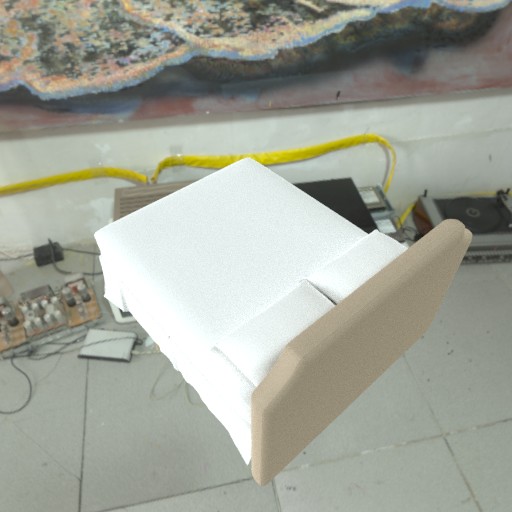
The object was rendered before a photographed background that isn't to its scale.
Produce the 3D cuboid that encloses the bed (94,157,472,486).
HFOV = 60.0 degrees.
[{"bbox_3d":[0.000,0.000,3.306,1.828,1.301,2.204,-32,54,-27],"label":"bed"}]
